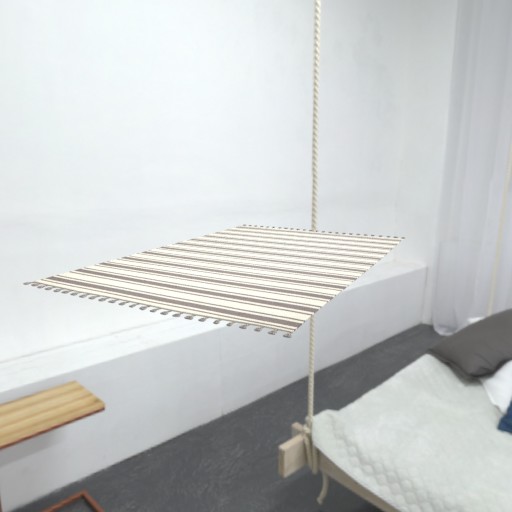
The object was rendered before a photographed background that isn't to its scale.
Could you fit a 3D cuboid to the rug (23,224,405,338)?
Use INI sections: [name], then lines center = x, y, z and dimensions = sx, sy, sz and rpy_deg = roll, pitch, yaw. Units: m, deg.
[rug]
center = 0.000, 0.000, 3.048
dimensions = 1.563, 0.014, 2.425
rpy_deg = 7, 14, 27
